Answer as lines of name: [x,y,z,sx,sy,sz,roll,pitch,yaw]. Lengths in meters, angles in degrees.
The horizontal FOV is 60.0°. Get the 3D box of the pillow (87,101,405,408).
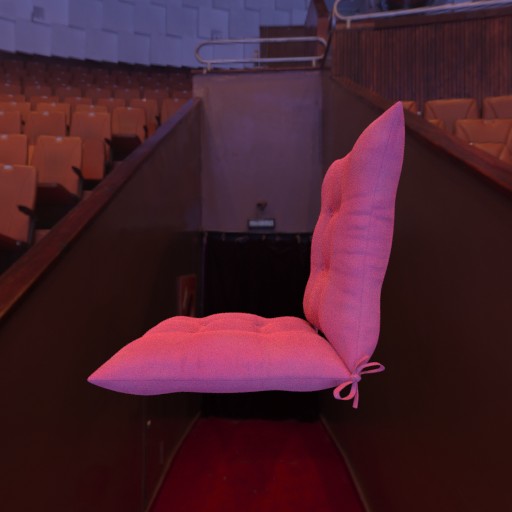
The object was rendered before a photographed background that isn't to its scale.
pillow: [0.000,0.000,1.012,0.585,0.536,0.541,0,0,-1]
